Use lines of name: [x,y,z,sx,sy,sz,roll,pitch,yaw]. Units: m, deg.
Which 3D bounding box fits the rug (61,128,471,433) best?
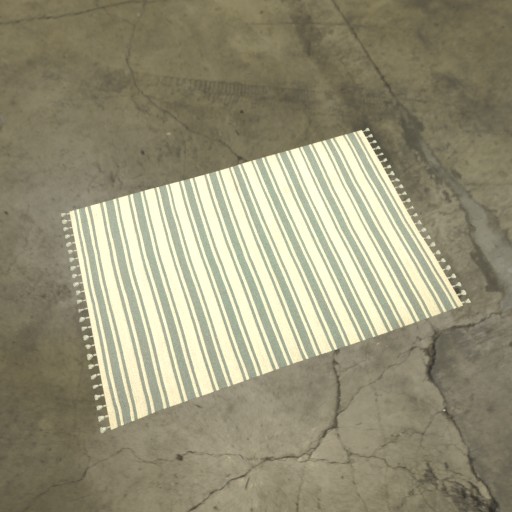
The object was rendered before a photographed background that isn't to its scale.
rug: [0.000,0.000,3.000,2.410,0.011,1.539,-17,66,-8]
